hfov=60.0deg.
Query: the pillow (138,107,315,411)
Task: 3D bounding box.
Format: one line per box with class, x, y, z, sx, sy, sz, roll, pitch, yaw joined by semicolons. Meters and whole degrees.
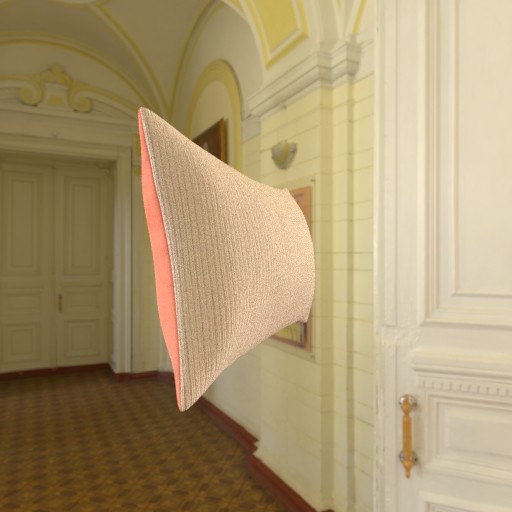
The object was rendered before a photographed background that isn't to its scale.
pillow;0.000;0.000;0.731;0.155;0.307;0.608;0;0;18
